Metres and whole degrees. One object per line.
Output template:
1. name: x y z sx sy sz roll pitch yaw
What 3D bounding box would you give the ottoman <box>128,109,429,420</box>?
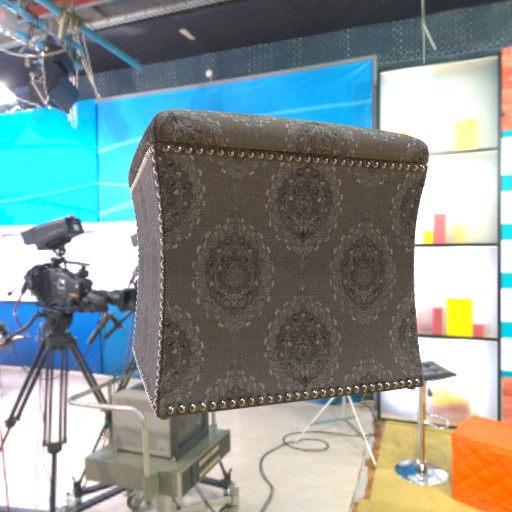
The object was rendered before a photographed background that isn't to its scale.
1. ottoman: 0.000 0.000 0.924 0.497 0.473 0.507 0 0 -19
